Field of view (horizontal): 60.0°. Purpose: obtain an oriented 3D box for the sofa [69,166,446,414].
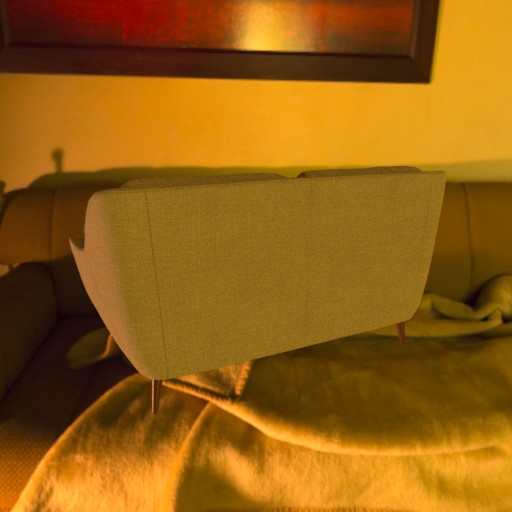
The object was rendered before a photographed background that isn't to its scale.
[{"bbox_3d":[0.000,0.000,2.209,1.652,0.888,0.965,-8,18,-25],"label":"sofa"}]
